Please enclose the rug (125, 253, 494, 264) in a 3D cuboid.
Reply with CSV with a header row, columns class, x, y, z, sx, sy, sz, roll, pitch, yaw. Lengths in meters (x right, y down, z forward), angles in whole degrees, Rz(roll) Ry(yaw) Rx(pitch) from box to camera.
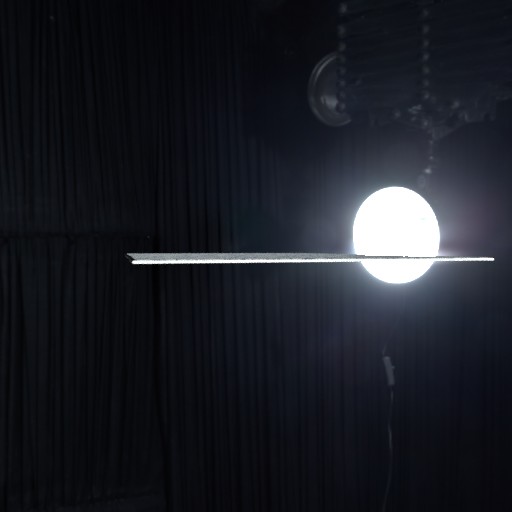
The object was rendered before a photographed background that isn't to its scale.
class,x,y,z,sx,sy,sz,roll,pitch,yaw
rug,0.000,0.000,2.826,1.586,0.014,2.197,0,1,-17
